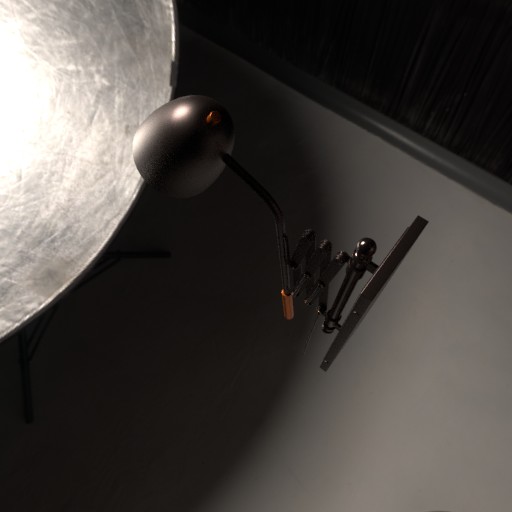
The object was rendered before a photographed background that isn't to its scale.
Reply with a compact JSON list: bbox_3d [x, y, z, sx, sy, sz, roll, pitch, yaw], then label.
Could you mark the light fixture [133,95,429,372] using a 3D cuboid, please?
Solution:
[{"bbox_3d":[0.000,0.000,0.929,0.499,0.715,0.162,35,68,16],"label":"light fixture"}]
